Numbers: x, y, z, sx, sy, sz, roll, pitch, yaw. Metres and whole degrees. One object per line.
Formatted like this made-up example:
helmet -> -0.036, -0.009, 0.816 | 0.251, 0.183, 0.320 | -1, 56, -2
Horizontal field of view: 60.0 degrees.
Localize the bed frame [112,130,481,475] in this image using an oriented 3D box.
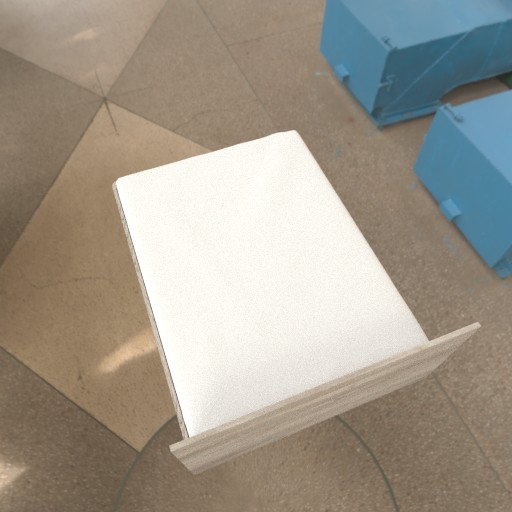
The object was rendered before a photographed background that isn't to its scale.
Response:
bed frame -> 0.000, 0.000, 2.741 | 1.490, 0.800, 1.950 | -18, 60, -11
